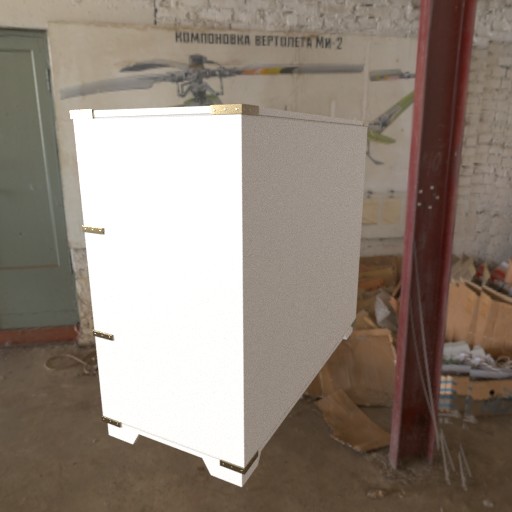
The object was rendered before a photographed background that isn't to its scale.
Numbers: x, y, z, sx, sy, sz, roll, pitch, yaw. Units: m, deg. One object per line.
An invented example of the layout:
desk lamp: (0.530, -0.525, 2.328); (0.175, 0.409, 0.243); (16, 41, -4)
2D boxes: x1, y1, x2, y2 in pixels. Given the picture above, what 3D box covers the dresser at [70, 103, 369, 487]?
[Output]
dresser: (0.000, 0.000, 1.491); (0.460, 0.891, 1.022); (7, 17, 26)
